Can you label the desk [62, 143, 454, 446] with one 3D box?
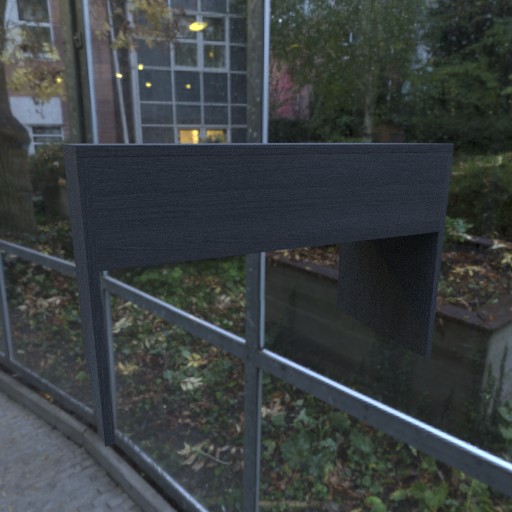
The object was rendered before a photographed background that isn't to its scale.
[{"bbox_3d":[0.000,0.000,1.486,1.099,0.729,0.557,-7,16,-25],"label":"desk"}]
